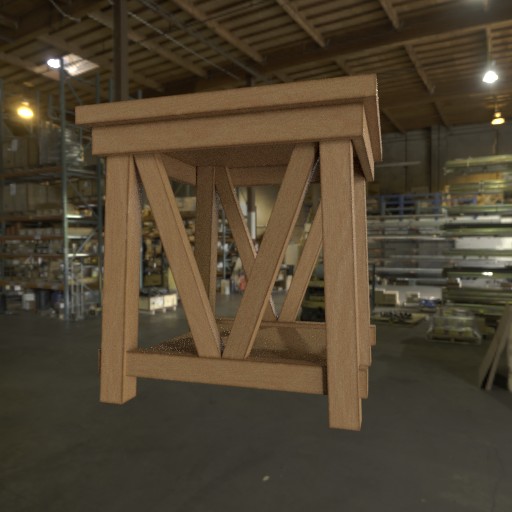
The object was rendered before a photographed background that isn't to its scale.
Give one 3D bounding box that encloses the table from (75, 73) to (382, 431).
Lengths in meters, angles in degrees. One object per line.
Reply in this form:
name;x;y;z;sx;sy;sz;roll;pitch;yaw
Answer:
table;0.000;0.000;1.142;0.612;0.638;0.610;0;1;17
